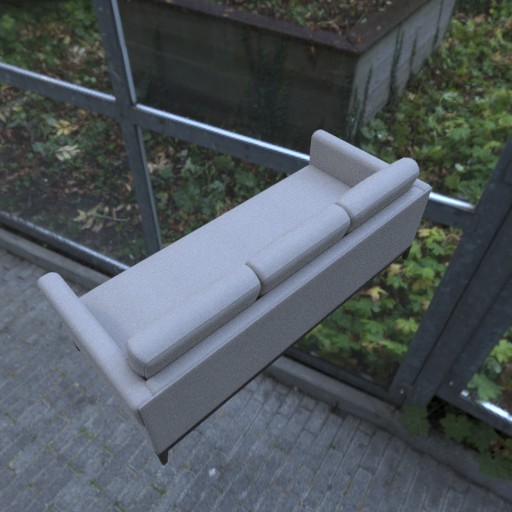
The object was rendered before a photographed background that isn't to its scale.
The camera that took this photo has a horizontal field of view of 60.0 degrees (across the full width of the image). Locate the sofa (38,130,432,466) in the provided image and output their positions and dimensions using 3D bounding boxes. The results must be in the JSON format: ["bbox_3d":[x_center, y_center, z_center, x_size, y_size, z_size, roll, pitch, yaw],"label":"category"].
[{"bbox_3d":[0.000,0.000,2.713,2.210,0.838,0.959,-34,55,-28],"label":"sofa"}]
